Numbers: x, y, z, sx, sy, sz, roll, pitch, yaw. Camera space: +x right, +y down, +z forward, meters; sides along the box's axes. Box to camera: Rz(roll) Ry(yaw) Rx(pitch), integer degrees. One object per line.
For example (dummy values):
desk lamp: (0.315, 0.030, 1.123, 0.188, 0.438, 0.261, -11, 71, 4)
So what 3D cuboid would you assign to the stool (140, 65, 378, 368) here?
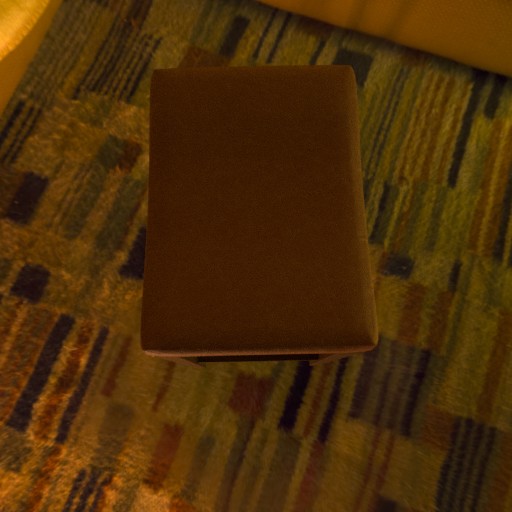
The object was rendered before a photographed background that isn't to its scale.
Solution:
stool: (0.000, 0.000, 1.033, 0.361, 0.759, 0.500, -1, 76, 0)
